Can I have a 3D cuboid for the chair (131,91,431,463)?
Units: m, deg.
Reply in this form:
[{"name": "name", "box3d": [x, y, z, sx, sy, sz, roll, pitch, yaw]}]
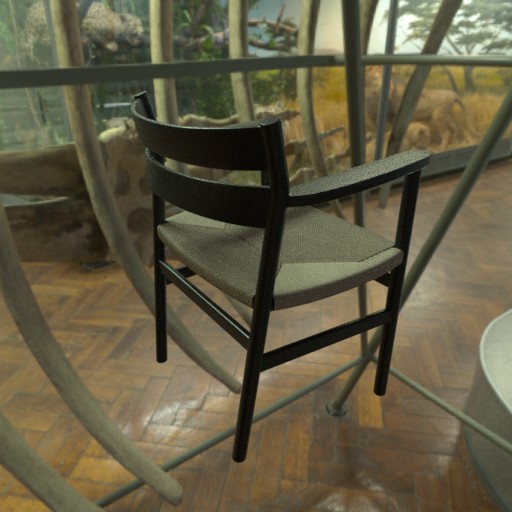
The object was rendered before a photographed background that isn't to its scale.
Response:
[{"name": "chair", "box3d": [0.000, 0.000, 1.139, 0.508, 0.775, 0.630, -17, 30, -31]}]
